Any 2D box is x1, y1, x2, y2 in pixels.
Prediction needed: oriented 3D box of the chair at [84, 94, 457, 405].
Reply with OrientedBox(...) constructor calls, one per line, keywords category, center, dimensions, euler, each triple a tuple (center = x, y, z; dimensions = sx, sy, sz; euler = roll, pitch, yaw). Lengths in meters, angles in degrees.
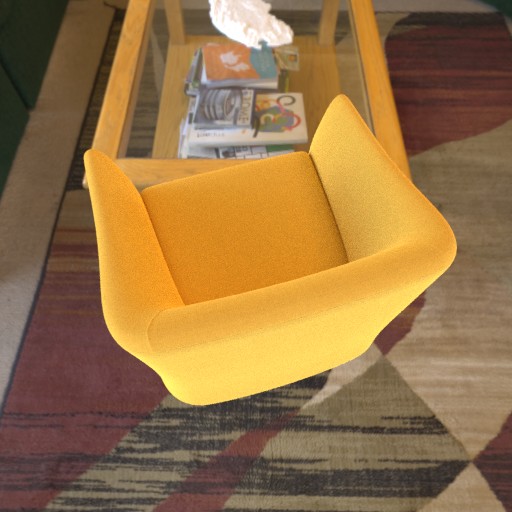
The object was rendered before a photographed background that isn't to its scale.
OrientedBox(category="chair", center=(0.000, 0.000, 1.297), dimensions=(0.790, 0.720, 0.700), euler=(-15, 61, -9))
